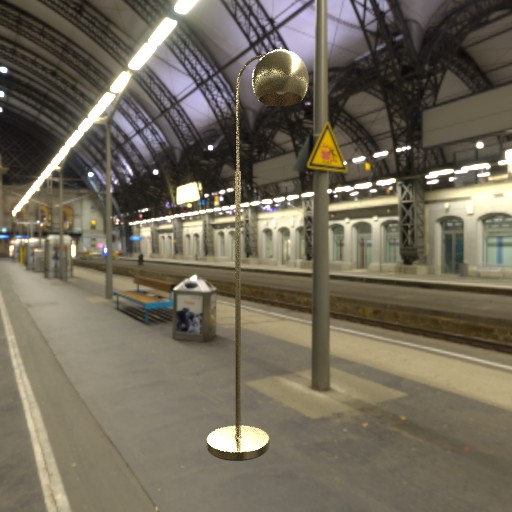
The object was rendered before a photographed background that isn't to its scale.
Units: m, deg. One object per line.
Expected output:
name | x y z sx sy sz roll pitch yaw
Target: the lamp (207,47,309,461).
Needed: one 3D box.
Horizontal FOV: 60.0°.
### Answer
lamp | 0.000 0.000 1.704 0.431 1.526 0.250 1 1 37
